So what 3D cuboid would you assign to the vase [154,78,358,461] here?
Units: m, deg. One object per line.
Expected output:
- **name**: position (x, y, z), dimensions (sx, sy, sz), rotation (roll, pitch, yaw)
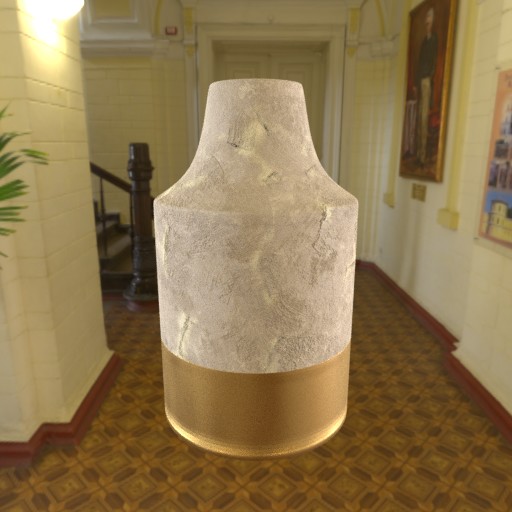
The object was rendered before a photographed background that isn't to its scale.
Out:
- **vase**: position (0.000, 0.000, 0.420), dimensions (0.184, 0.305, 0.184), rotation (0, 14, 0)
